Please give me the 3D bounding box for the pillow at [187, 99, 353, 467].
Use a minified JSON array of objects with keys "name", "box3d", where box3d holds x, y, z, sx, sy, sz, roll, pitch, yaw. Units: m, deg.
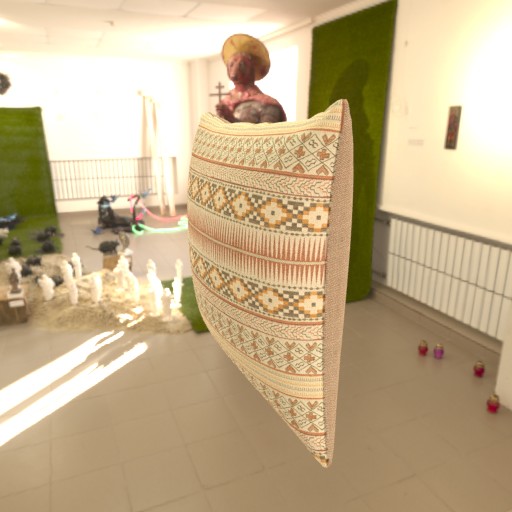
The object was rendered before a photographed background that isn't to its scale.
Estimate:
[{"name":"pillow","box3d":[0.000,0.000,0.807,0.215,0.519,0.521,-8,18,-23]}]
